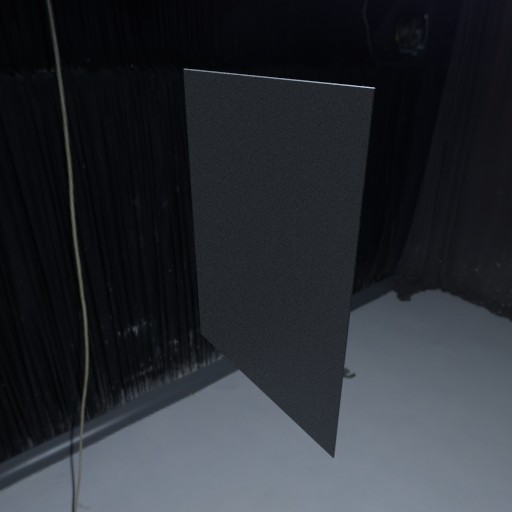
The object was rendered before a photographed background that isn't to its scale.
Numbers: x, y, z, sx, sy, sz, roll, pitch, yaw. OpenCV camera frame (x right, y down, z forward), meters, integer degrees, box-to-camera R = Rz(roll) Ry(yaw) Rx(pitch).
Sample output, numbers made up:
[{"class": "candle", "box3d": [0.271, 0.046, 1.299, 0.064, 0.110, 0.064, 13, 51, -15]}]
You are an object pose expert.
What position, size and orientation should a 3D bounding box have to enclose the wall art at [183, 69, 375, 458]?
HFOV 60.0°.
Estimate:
[{"class": "wall art", "box3d": [0.000, 0.000, 0.809, 0.003, 0.609, 0.457, -18, 31, -32]}]
